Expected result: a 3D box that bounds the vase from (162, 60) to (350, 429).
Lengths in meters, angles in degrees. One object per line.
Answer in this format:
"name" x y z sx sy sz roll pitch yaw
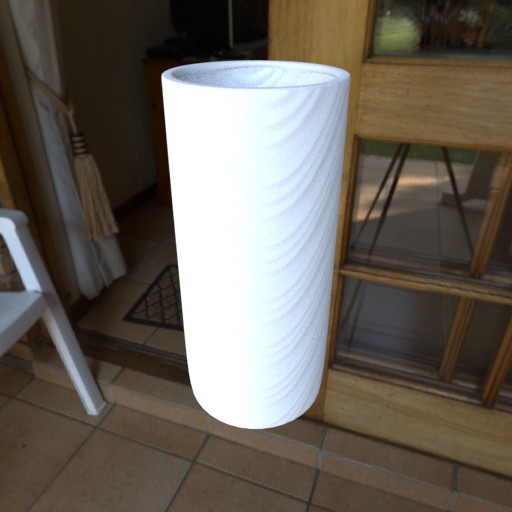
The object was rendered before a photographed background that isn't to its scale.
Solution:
"vase" 0.000 0.000 0.407 0.143 0.316 0.143 0 30 0
